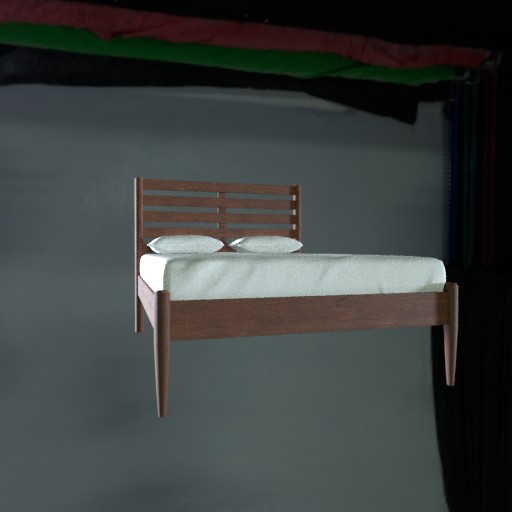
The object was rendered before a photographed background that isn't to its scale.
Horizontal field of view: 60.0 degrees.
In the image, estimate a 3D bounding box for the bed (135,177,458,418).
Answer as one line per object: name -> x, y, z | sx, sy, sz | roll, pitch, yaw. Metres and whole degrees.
bed -> 0.000, 0.000, 2.998 | 1.509, 1.304, 2.093 | 0, 1, -17
